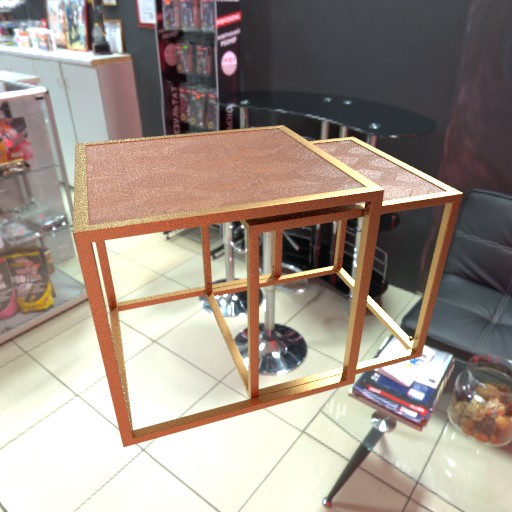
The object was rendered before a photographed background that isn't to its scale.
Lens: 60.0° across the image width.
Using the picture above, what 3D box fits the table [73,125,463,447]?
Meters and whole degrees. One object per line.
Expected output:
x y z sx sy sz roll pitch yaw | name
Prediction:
0.000 0.000 1.110 0.762 0.505 0.505 -10 32 -16 | table
